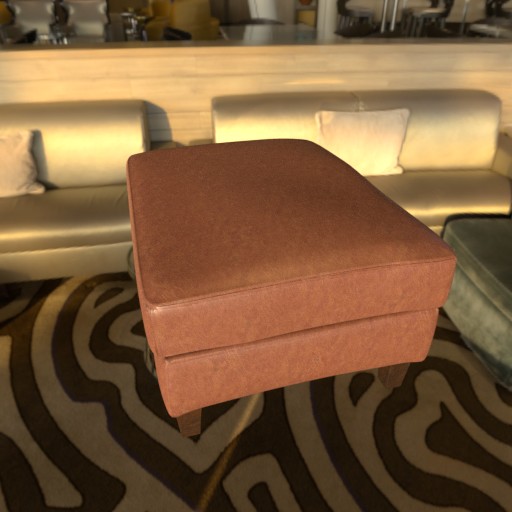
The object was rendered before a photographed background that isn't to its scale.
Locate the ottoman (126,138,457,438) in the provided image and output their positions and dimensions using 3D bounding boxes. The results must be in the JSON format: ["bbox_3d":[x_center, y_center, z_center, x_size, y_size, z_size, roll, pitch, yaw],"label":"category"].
[{"bbox_3d":[0.000,0.000,1.262,0.650,0.485,0.851,-8,32,-13],"label":"ottoman"}]
